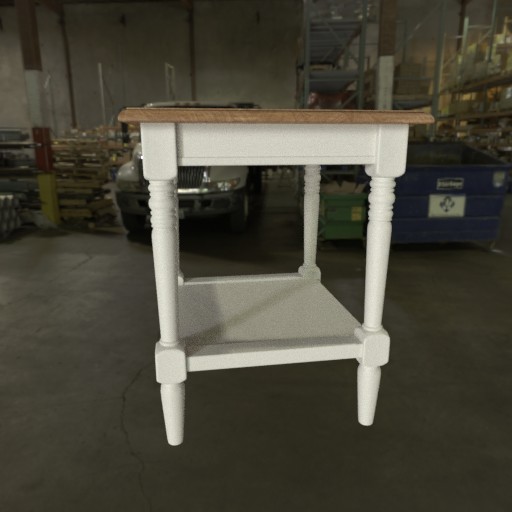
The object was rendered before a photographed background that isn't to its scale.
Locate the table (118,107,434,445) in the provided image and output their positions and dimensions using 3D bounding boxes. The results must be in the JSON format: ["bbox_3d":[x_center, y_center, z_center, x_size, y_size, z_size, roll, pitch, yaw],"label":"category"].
[{"bbox_3d":[0.000,0.000,0.937,0.457,0.561,0.508,-2,15,-9],"label":"table"}]
